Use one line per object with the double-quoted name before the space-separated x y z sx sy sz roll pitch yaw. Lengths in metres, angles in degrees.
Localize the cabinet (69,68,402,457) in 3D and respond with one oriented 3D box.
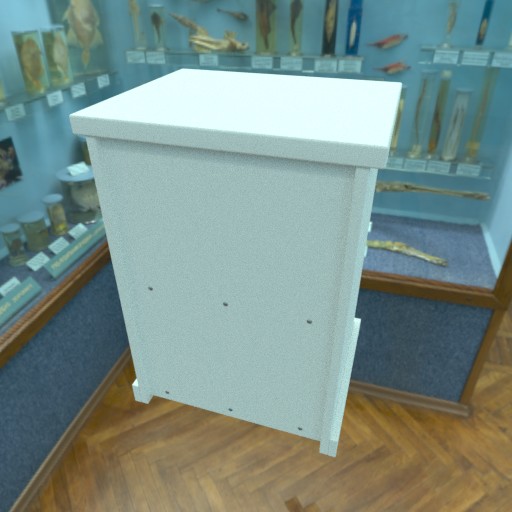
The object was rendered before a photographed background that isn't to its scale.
"cabinet" 0.000 0.000 1.040 0.520 0.723 0.431 10 34 15
